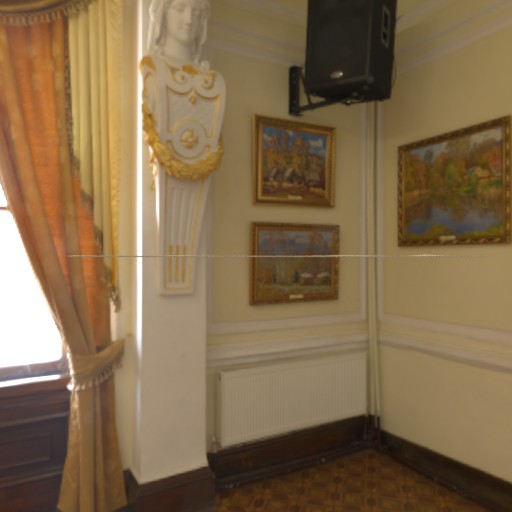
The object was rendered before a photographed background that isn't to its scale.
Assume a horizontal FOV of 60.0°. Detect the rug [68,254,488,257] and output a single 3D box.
[{"bbox_3d":[0.000,0.000,4.183,3.051,0.021,2.448,0,0,-17],"label":"rug"}]
